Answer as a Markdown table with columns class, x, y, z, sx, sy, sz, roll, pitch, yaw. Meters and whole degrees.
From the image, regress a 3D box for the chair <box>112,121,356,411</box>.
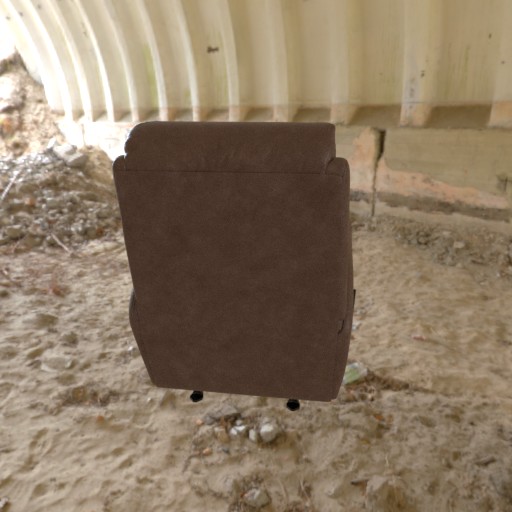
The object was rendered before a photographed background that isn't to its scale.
| class | x | y | z | sx | sy | sz | roll | pitch | yaw |
| --- | --- | --- | --- | --- | --- | --- | --- | --- | --- |
| chair | 0.000 | 0.000 | 1.829 | 0.865 | 1.067 | 1.067 | 2 | 17 | 8 |
